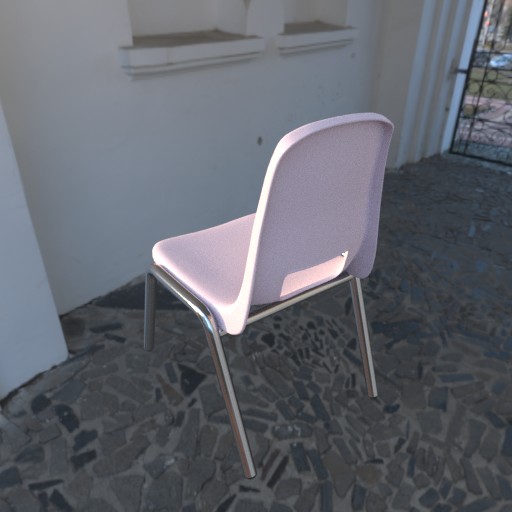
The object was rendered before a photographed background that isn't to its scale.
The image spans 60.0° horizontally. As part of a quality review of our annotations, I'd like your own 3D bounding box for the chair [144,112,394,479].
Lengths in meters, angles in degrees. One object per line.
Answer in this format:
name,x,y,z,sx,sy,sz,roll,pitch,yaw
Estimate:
chair,0.000,0.000,0.837,0.354,0.586,0.423,-19,35,-30
